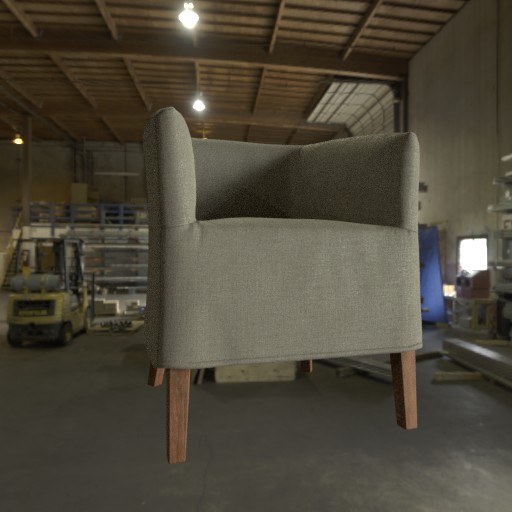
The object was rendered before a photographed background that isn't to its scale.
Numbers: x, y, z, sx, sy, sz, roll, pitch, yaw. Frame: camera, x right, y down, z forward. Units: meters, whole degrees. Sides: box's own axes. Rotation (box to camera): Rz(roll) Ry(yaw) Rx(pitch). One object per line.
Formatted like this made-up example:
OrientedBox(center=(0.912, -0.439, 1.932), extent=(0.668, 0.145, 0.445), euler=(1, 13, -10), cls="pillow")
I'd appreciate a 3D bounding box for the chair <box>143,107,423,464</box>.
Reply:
OrientedBox(center=(0.000, 0.000, 1.206), extent=(0.600, 0.771, 0.668), euler=(0, 0, -18), cls="chair")
